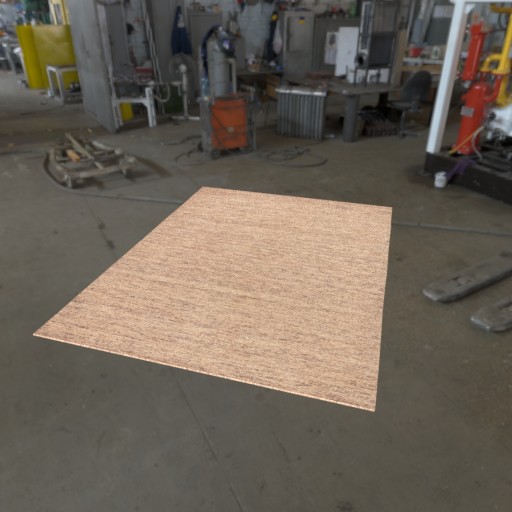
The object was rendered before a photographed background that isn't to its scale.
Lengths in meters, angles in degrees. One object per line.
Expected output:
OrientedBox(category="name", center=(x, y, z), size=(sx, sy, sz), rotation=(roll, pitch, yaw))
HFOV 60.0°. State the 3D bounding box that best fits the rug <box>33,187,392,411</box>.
OrientedBox(category="rug", center=(0.000, 0.000, 4.275), size=(2.448, 0.013, 3.205), rotation=(8, 30, 15))
